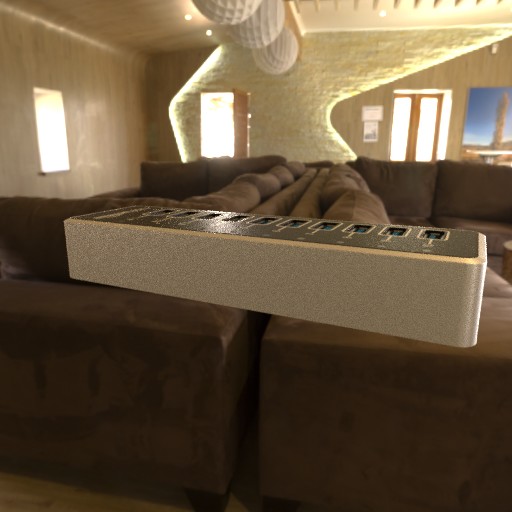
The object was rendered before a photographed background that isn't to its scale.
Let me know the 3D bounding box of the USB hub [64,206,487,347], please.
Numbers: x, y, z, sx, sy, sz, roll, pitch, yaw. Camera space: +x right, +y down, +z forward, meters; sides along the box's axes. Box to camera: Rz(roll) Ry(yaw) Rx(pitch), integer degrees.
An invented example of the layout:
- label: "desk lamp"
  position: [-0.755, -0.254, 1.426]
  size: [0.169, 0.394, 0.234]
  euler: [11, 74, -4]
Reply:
- label: "USB hub"
  position: [0.000, 0.000, 0.159]
  size: [0.145, 0.023, 0.044]
  euler: [7, 16, 25]
